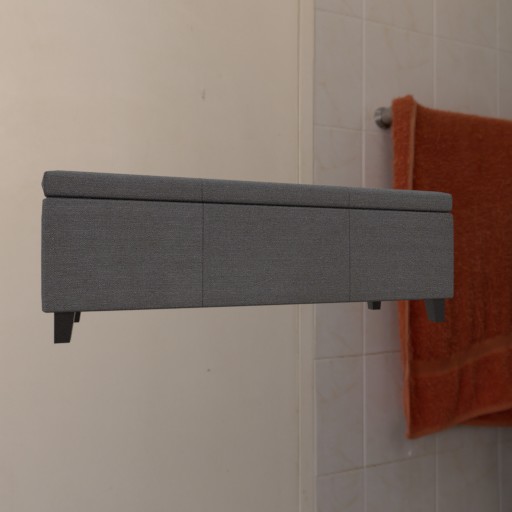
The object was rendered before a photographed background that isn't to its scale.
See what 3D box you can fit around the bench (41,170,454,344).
[{"bbox_3d":[0.000,0.000,1.478,1.269,0.438,0.446,0,0,-18],"label":"bench"}]
